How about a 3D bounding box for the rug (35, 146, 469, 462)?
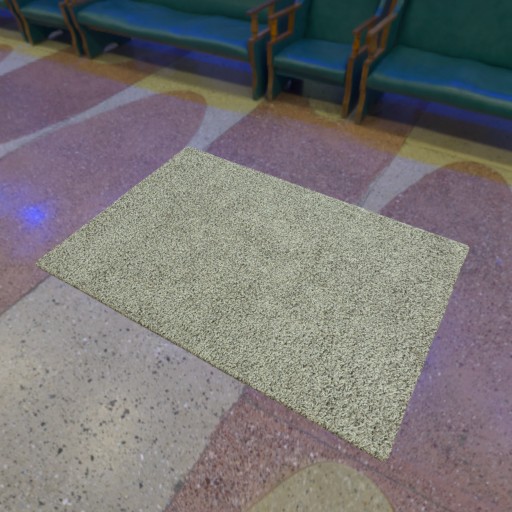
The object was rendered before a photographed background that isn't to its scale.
[{"bbox_3d":[0.000,0.000,2.191,1.778,0.030,1.219,24,50,21],"label":"rug"}]
